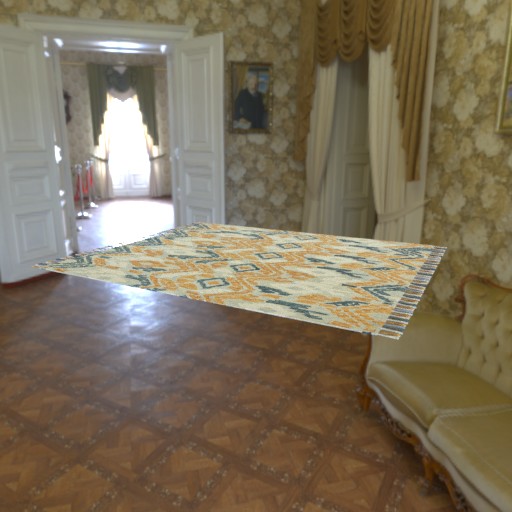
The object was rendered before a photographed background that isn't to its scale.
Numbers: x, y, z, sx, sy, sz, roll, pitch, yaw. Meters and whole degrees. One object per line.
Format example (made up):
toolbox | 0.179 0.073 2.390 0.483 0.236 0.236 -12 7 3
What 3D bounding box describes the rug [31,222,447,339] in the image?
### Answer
rug | 0.000 0.000 4.098 3.048 0.010 2.439 8 16 27
